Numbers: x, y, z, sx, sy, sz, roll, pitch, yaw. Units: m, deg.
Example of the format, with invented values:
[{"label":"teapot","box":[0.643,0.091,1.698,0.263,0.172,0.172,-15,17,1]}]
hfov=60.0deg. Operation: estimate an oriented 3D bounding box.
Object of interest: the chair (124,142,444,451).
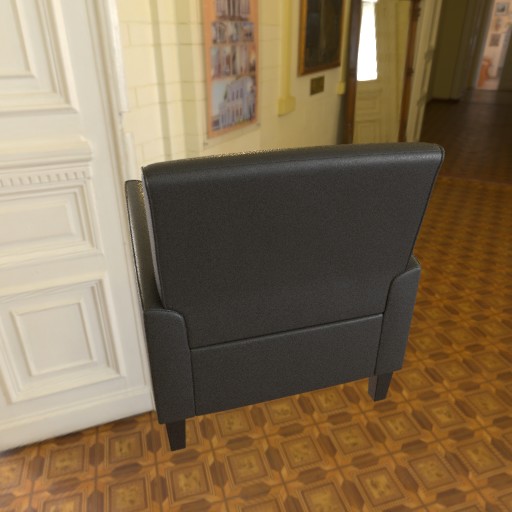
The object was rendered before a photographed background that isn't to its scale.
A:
[{"label":"chair","box":[0.000,0.000,1.539,0.820,0.916,0.819,-8,28,-15]}]
